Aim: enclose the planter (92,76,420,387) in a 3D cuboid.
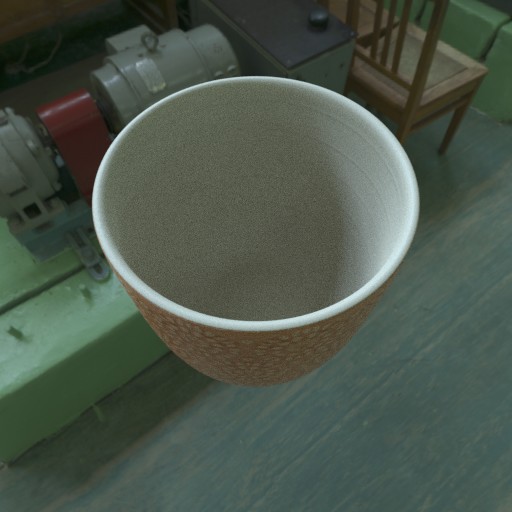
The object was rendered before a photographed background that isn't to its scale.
[{"bbox_3d":[0.000,0.000,0.365,0.208,0.190,0.208,0,59,0],"label":"planter"}]
